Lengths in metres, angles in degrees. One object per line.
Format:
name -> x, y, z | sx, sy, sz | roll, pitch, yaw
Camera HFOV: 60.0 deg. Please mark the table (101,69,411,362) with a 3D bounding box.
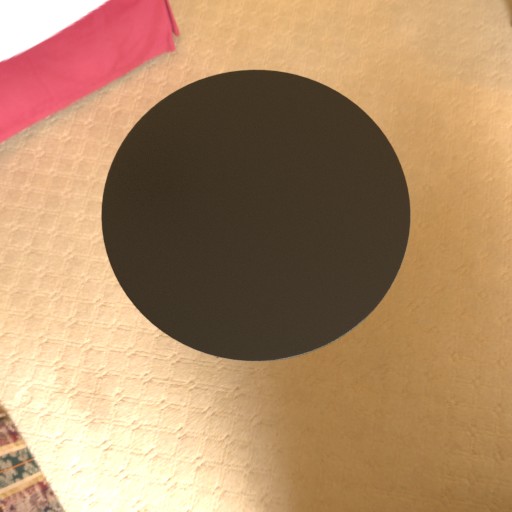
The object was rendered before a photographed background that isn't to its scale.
table -> 0.000, 0.000, 1.004 | 0.481, 0.665, 0.481 | 0, 76, 0
